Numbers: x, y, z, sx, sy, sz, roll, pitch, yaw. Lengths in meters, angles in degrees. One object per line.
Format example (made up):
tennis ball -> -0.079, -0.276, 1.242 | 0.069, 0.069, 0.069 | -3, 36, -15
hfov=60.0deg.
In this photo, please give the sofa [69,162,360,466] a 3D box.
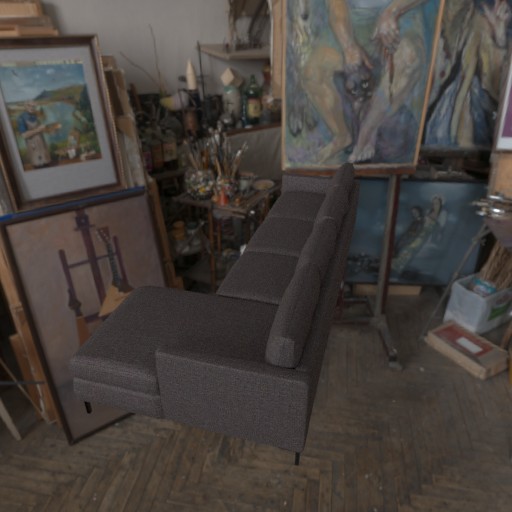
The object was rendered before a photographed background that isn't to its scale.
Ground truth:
sofa -> 0.000, 0.000, 3.833 | 1.483, 0.892, 3.221 | 8, 30, 14
